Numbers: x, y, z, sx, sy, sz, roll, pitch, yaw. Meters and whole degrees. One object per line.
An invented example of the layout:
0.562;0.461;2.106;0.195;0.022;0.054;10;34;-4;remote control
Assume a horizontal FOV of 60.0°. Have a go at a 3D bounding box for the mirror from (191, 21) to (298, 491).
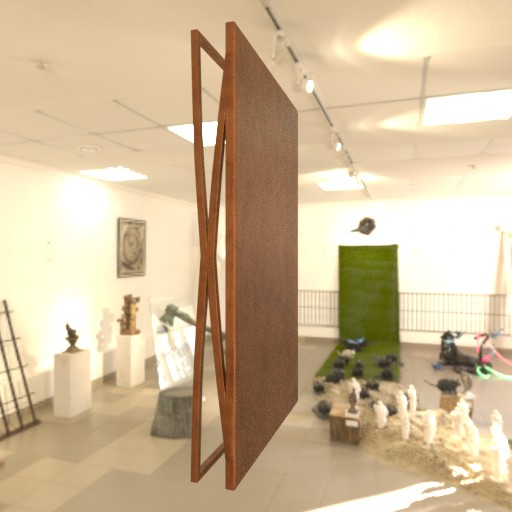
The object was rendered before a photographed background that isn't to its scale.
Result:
0.000;0.000;0.958;0.082;0.768;0.468;0;0;18;mirror
